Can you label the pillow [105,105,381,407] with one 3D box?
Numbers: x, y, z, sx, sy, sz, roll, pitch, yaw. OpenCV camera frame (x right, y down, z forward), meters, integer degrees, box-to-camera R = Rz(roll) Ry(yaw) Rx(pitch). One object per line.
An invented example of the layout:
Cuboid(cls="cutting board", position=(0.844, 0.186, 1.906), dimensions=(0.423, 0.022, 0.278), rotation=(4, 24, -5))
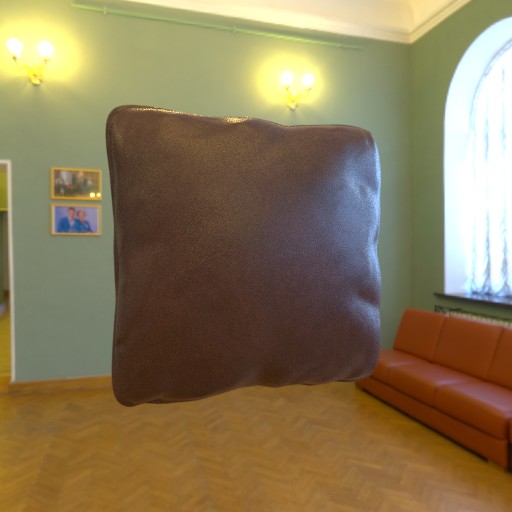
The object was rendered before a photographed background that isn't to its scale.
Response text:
Cuboid(cls="pillow", position=(0.000, 0.000, 0.829), dimensions=(0.532, 0.523, 0.236), rotation=(0, 1, -18))
